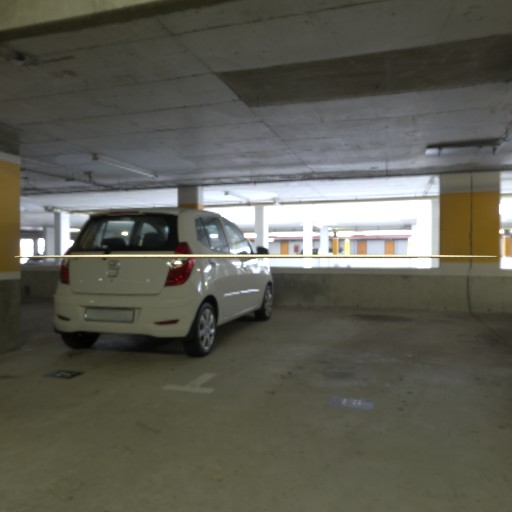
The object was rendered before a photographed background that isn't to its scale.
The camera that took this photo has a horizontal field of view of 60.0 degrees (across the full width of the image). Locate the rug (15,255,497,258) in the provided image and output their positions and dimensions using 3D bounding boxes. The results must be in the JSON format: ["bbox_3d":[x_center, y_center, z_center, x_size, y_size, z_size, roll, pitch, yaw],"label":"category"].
[{"bbox_3d":[0.000,0.000,2.285,1.828,0.007,1.220,0,0,0],"label":"rug"}]
